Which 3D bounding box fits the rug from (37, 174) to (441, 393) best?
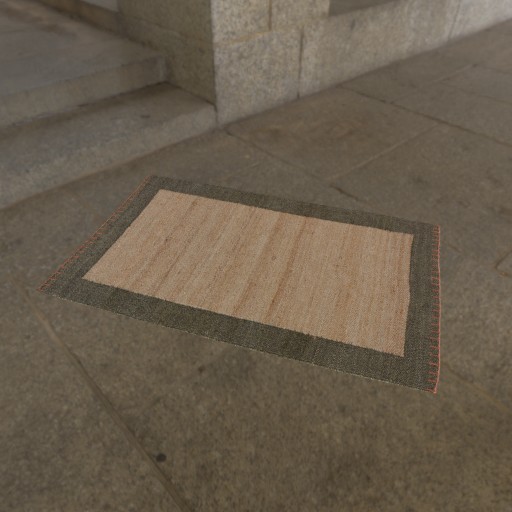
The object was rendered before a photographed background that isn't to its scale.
[{"bbox_3d":[0.000,0.000,3.053,2.435,0.006,1.521,12,42,13],"label":"rug"}]
